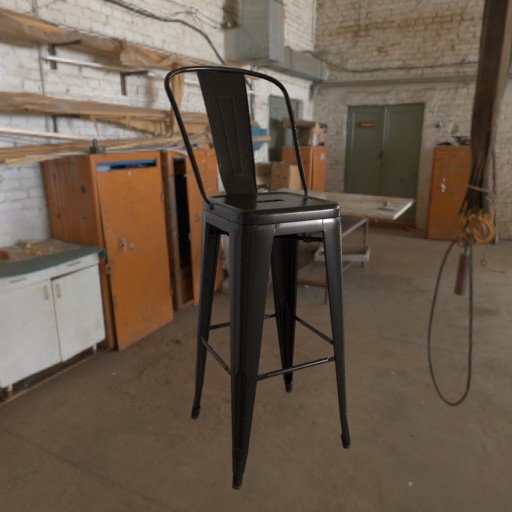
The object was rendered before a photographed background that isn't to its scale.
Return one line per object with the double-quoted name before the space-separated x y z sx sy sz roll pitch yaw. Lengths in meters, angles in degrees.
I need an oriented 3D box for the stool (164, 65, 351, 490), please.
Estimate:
"stool" 0.000 0.000 1.302 0.399 1.096 0.513 -7 17 -26
